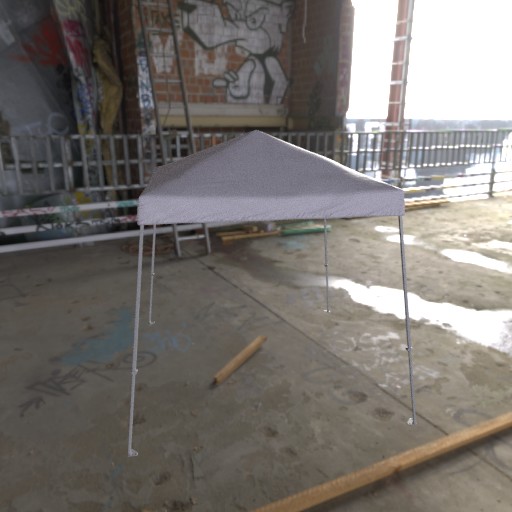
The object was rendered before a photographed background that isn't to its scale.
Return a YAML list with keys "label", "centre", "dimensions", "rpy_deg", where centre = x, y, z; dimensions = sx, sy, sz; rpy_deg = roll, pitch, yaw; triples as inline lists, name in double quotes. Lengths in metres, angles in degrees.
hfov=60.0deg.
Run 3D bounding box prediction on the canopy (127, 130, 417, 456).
- label: "canopy"
  centre: [0.000, 0.000, 5.210]
  dimensions: [2.849, 2.850, 2.850]
  rpy_deg: [-3, 17, -9]
